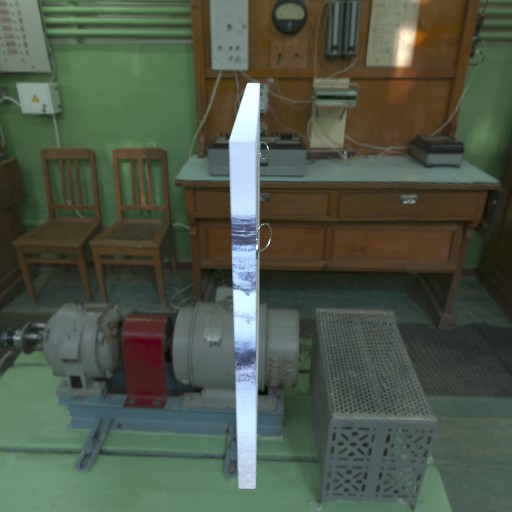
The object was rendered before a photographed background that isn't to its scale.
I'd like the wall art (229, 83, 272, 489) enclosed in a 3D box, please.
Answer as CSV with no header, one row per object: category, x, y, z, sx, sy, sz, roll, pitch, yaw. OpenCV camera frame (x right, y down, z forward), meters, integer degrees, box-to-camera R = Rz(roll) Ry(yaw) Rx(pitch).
wall art,0.000,0.000,1.123,0.065,0.747,0.755,0,27,1
